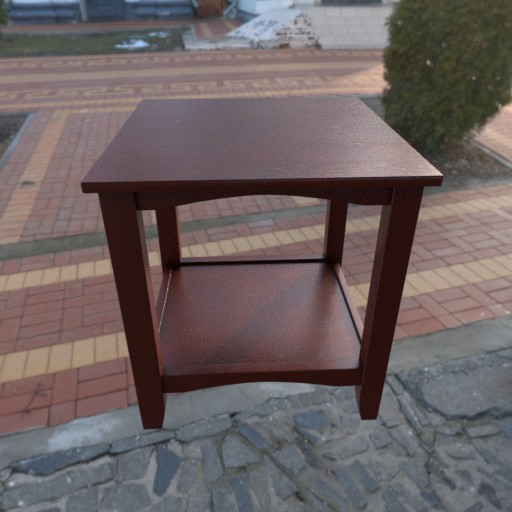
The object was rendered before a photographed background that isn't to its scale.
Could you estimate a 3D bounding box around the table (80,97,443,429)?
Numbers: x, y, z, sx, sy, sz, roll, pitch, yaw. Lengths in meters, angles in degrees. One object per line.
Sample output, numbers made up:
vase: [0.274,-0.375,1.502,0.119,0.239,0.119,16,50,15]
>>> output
table: [0.000,0.000,0.968,0.523,0.558,0.522,0,32,0]
